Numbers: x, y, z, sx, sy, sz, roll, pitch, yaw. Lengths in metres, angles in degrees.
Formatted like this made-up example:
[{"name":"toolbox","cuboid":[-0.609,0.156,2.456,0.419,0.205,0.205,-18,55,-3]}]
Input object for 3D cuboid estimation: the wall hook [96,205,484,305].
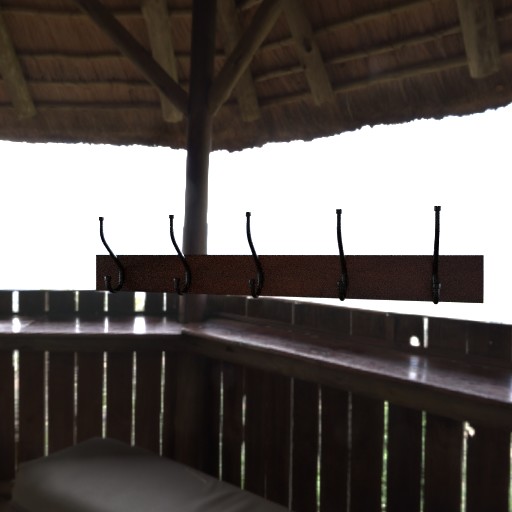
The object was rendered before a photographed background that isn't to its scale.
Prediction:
[{"name":"wall hook","cuboid":[0.000,0.000,0.612,0.571,0.117,0.071,0,0,19]}]
